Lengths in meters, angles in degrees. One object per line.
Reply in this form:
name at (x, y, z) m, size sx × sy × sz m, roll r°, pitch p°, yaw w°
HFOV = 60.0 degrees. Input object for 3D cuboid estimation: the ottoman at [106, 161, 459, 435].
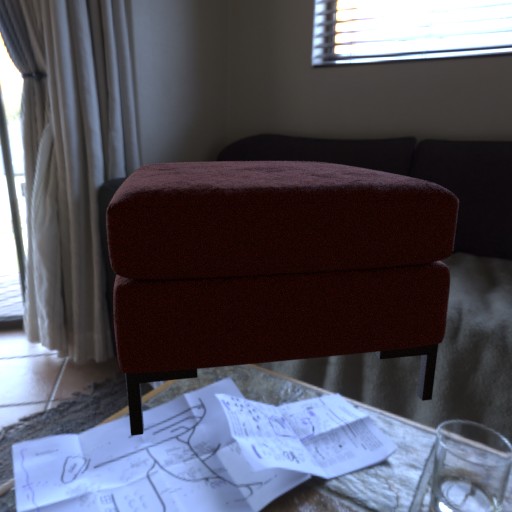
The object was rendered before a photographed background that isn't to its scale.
ottoman at (0.000, 0.000, 1.161) m, size 0.650 × 0.462 × 0.782 m, roll -3°, pitch 16°, yaw -11°
